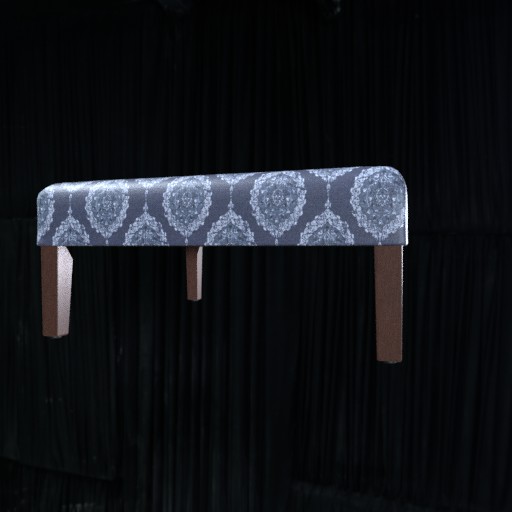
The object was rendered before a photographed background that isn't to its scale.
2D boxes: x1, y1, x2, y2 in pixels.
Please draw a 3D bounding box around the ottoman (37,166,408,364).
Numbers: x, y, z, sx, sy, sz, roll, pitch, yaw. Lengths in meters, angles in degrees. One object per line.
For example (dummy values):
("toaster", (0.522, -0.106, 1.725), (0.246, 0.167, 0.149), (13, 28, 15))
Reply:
("ottoman", (0.000, 0.000, 1.404), (0.889, 0.409, 0.890), (0, 1, 17))
